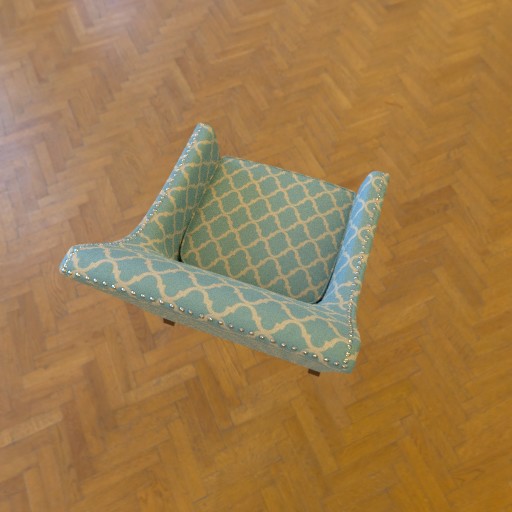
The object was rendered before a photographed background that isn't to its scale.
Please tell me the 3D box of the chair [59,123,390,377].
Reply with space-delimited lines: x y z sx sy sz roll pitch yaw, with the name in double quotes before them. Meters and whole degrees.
"chair" 0.000 0.000 1.327 0.617 0.817 0.686 17 65 8
